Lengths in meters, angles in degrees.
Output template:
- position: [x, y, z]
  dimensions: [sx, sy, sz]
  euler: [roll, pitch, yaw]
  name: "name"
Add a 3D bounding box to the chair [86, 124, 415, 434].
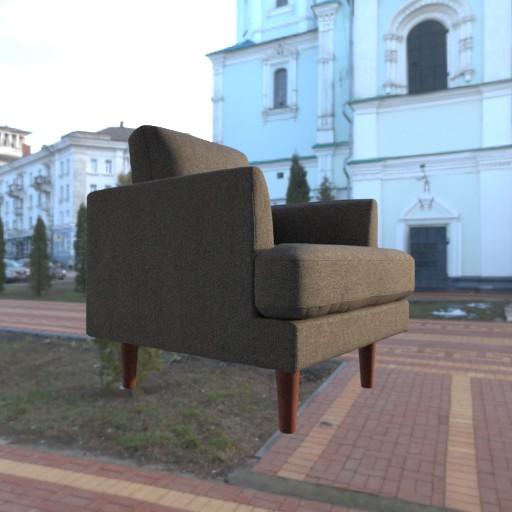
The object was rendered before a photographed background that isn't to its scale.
- position: [0.000, 0.000, 1.610]
  dimensions: [0.899, 0.957, 0.858]
  euler: [0, -1, 37]
  name: "chair"
